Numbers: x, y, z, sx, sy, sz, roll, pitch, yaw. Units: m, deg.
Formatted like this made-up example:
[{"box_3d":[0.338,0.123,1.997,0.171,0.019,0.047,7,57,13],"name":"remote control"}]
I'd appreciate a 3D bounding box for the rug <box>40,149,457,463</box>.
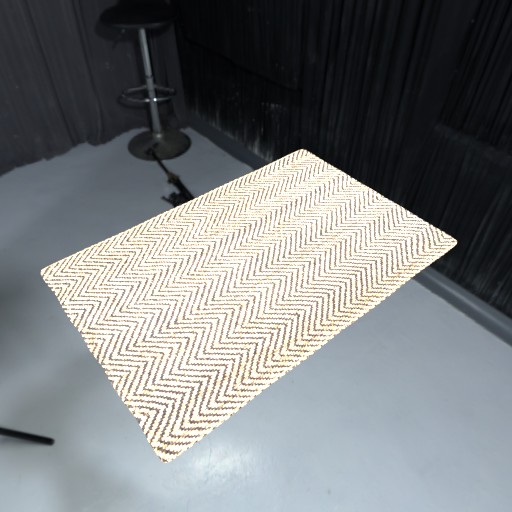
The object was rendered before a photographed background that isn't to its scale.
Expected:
[{"box_3d":[0.000,0.000,2.304,1.828,0.008,1.219,-30,52,-27],"name":"rug"}]
